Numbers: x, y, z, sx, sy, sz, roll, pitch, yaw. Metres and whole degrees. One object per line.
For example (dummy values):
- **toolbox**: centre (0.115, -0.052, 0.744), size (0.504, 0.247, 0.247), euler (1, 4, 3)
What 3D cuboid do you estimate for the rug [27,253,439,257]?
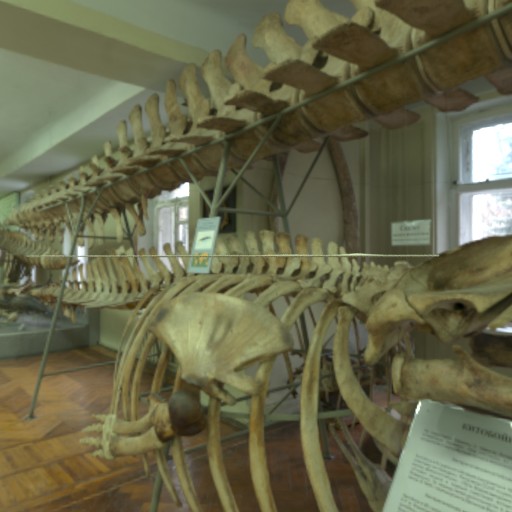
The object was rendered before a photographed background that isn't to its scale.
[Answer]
- **rug**: centre (0.000, 0.000, 4.215), size (3.051, 0.021, 2.448), euler (0, 0, 18)
